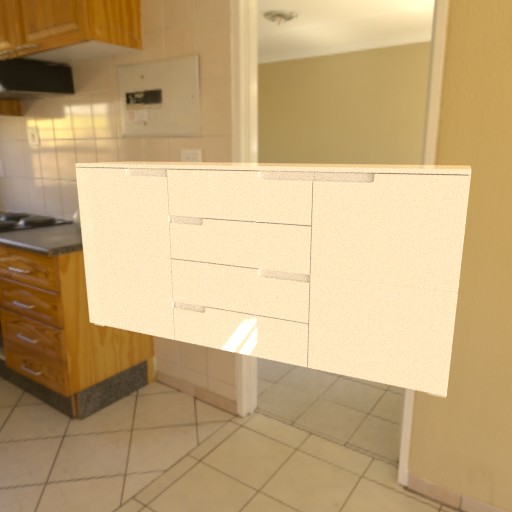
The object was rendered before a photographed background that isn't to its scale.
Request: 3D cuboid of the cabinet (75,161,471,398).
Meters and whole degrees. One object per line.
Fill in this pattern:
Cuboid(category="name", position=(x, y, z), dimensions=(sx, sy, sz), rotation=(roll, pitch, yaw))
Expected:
Cuboid(category="cabinet", position=(0.000, 0.000, 1.975), dimensions=(1.650, 0.800, 0.400), rotation=(6, 15, 24))
